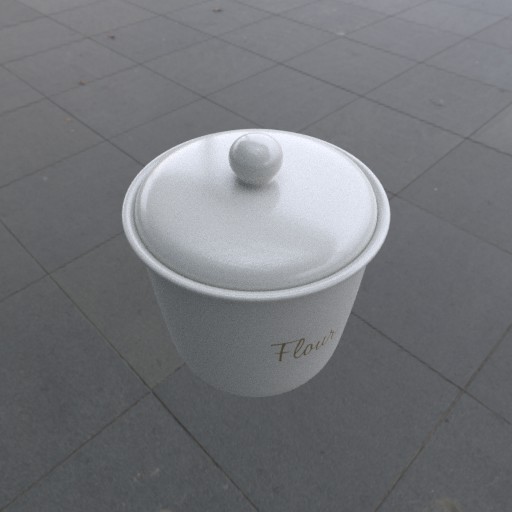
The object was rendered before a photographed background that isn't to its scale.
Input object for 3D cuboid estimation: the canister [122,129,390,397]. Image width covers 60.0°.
[{"bbox_3d":[0.000,0.000,0.348,0.182,0.208,0.182,0,46,0],"label":"canister"}]
